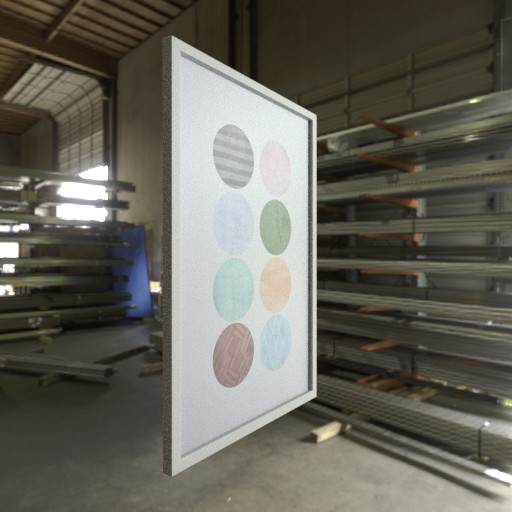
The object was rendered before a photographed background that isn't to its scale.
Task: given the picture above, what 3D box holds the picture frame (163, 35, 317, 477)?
[{"bbox_3d":[0.000,0.000,0.564,0.013,0.434,0.305,0,0,35],"label":"picture frame"}]
